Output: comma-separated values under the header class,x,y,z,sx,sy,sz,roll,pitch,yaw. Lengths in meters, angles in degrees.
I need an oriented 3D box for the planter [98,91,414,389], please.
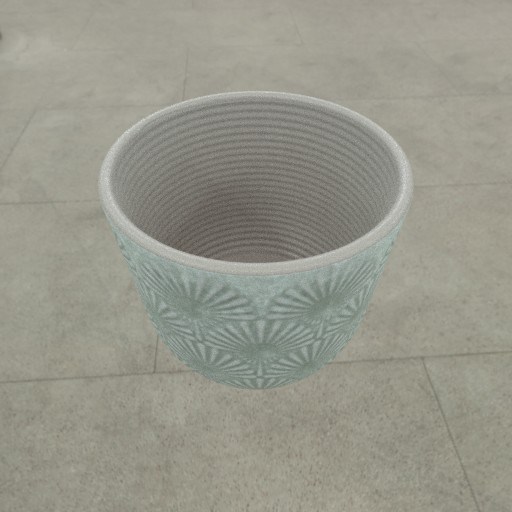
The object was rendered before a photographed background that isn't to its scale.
class,x,y,z,sx,sy,sz,roll,pitch,yaw
planter,0.000,0.000,0.297,0.170,0.152,0.170,0,45,0
